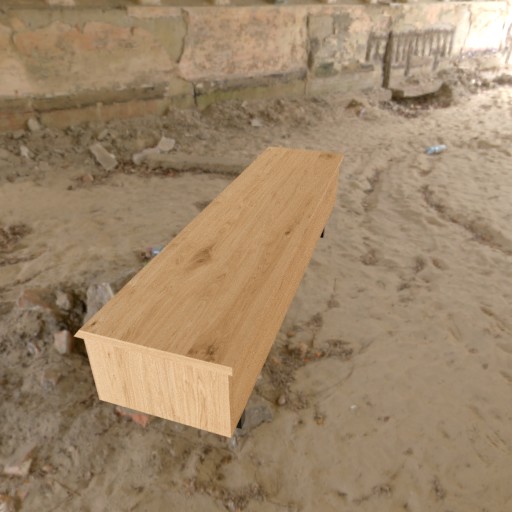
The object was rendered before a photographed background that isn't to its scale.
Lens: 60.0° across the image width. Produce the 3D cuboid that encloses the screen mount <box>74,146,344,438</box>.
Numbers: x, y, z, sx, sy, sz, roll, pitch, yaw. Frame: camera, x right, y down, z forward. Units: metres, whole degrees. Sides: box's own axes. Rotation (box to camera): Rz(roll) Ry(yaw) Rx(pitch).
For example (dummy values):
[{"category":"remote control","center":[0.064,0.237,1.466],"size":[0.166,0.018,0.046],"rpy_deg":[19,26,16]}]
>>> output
[{"category":"screen mount","center":[0.000,0.000,1.900],"size":[0.450,0.430,1.700],"rpy_deg":[10,32,16]}]
